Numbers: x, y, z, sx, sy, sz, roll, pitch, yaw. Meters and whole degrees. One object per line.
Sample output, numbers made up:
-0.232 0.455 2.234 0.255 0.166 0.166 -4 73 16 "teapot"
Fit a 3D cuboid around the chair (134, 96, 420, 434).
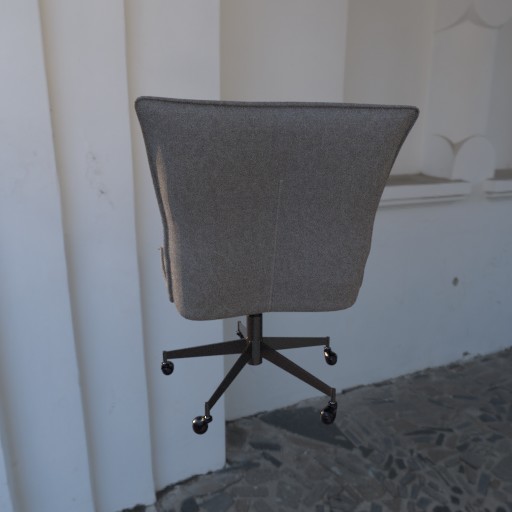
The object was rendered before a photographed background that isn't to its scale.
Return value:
0.000 0.000 1.306 0.597 0.811 0.696 -3 14 -10 "chair"
